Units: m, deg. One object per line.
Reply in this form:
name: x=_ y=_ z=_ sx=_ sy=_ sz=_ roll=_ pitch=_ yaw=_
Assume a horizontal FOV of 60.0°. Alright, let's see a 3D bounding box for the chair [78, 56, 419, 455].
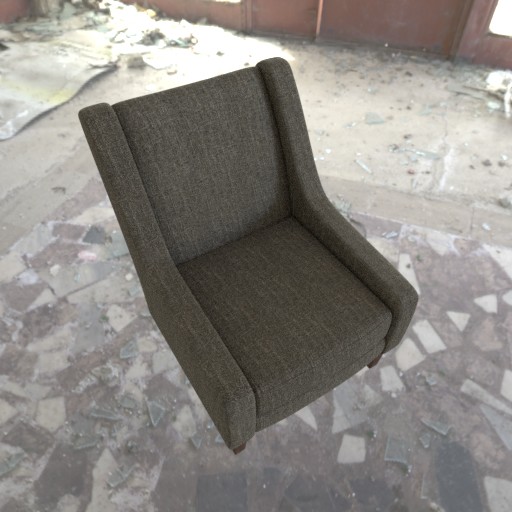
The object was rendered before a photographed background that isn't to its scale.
chair: x=0.000 y=0.000 z=1.649 sx=0.793 sy=1.012 sz=0.944 roll=-25 pitch=51 yaw=-22
